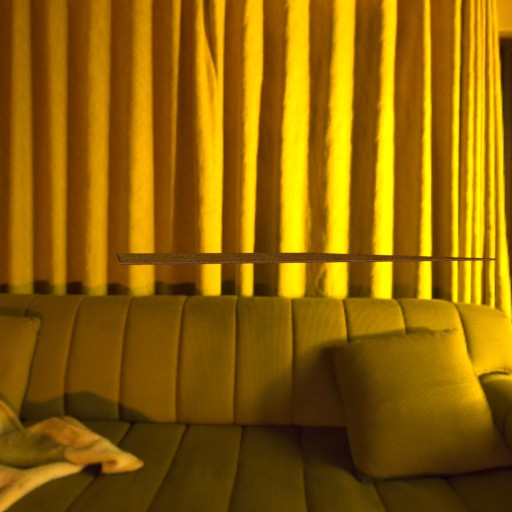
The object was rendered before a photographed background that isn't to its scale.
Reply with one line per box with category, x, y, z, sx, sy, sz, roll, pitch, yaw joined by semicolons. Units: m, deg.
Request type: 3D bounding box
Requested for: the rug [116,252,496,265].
rug;0.000;0.000;4.070;2.441;0.016;3.050;0;1;-18
